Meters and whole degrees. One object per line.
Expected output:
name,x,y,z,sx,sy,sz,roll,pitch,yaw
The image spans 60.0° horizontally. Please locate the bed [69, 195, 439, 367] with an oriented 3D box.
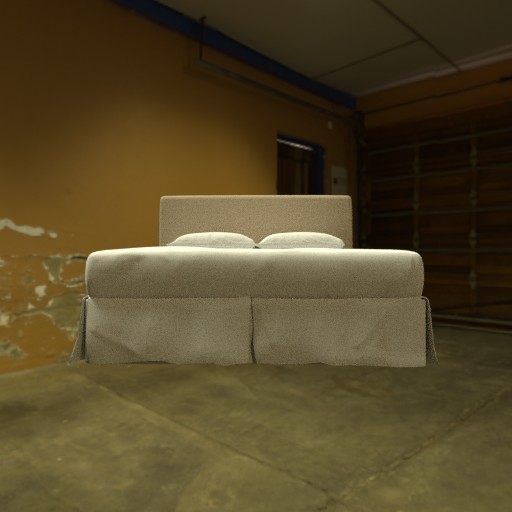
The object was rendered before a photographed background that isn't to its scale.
bed,0.000,0.000,3.647,2.119,1.317,2.319,0,-1,1
